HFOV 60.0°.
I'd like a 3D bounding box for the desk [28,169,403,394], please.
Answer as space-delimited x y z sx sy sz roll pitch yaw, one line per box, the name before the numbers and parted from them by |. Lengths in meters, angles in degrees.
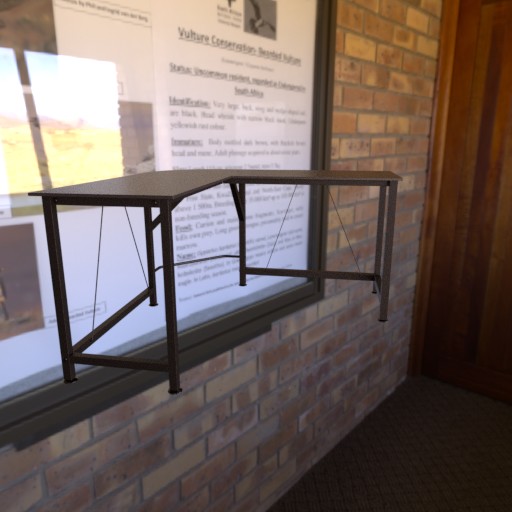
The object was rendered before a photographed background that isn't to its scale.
desk | 0.000 0.000 2.219 1.400 0.762 1.400 3 15 10
